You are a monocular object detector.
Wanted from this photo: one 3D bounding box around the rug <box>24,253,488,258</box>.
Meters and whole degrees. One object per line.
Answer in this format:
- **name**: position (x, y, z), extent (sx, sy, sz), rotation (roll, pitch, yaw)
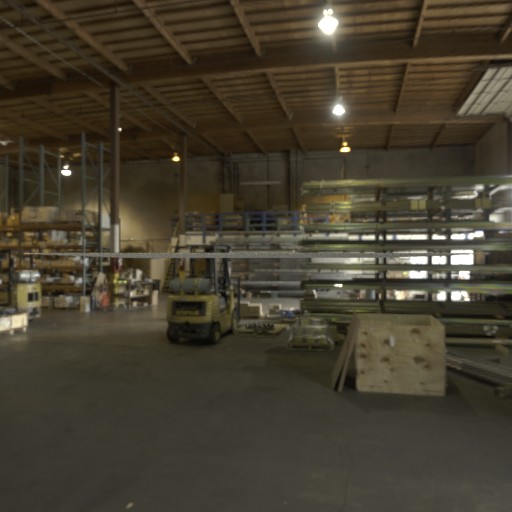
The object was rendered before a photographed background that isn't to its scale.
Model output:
- **rug**: position (0.000, 0.000, 4.224), extent (3.221, 0.011, 2.379), rotation (0, -1, 0)
